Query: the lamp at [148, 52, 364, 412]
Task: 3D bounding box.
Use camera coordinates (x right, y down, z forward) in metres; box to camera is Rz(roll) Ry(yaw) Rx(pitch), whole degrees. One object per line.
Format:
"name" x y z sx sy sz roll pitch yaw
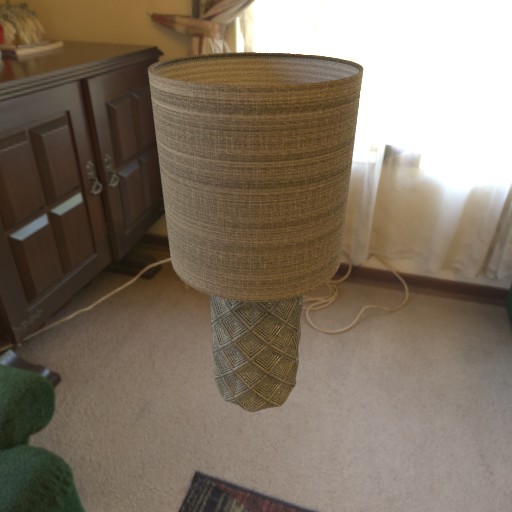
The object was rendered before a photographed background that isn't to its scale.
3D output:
"lamp" 0.000 0.000 0.709 0.269 0.566 0.268 0 31 1
